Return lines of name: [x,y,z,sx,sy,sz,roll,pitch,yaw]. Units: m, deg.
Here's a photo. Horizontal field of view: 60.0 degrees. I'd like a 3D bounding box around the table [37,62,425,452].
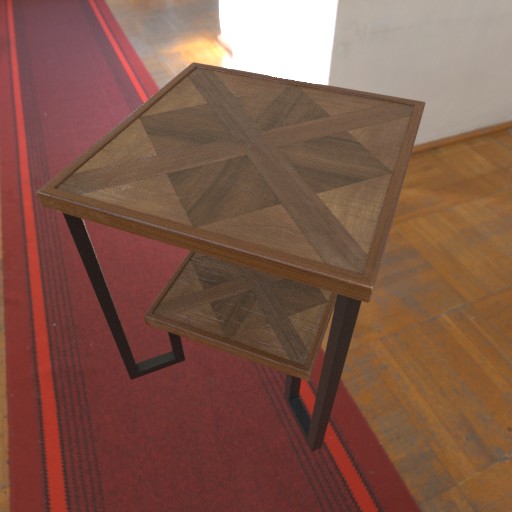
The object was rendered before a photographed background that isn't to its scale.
table: [0.000,0.000,0.956,0.503,0.563,0.503,16,48,15]
